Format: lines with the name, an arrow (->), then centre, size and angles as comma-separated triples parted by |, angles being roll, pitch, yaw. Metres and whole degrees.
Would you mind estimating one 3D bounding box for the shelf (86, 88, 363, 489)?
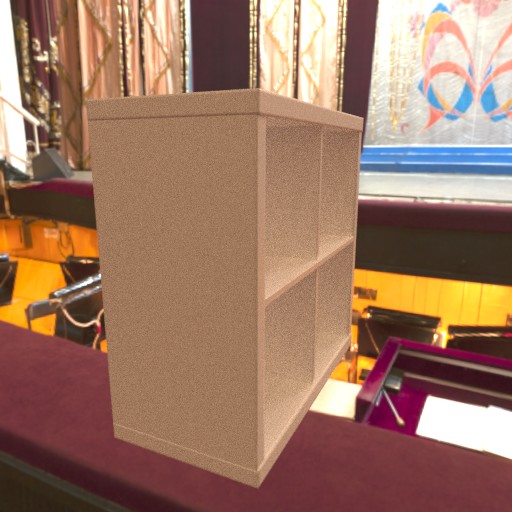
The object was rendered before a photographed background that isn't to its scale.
shelf -> 0.000, 0.000, 1.259 | 0.390, 0.786, 0.790 | 6, 15, 25
